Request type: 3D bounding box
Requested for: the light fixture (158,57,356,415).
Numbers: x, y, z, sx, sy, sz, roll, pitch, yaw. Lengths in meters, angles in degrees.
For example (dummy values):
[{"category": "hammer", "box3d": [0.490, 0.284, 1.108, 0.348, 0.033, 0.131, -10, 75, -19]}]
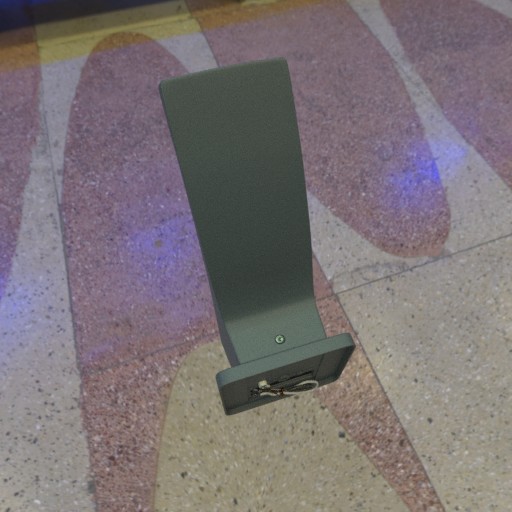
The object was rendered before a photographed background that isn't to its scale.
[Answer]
[{"category": "light fixture", "box3d": [0.000, 0.000, 0.344, 0.108, 0.243, 0.174, -15, 59, -9]}]
